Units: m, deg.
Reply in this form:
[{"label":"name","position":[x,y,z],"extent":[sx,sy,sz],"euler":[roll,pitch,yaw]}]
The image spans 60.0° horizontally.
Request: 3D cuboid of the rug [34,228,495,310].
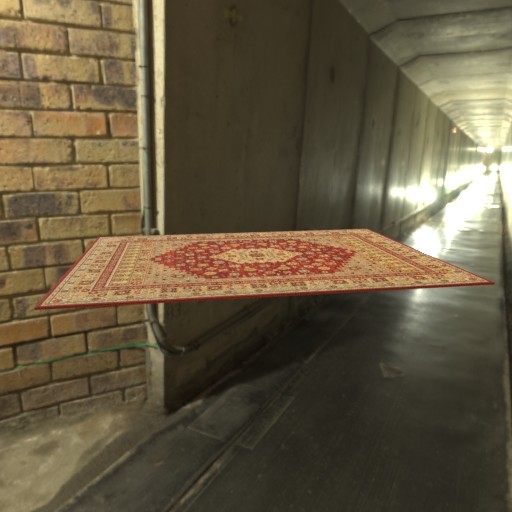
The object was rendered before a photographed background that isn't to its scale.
[{"label":"rug","position":[0.000,0.000,2.853],"extent":[2.211,0.013,1.593],"euler":[-2,14,-9]}]
